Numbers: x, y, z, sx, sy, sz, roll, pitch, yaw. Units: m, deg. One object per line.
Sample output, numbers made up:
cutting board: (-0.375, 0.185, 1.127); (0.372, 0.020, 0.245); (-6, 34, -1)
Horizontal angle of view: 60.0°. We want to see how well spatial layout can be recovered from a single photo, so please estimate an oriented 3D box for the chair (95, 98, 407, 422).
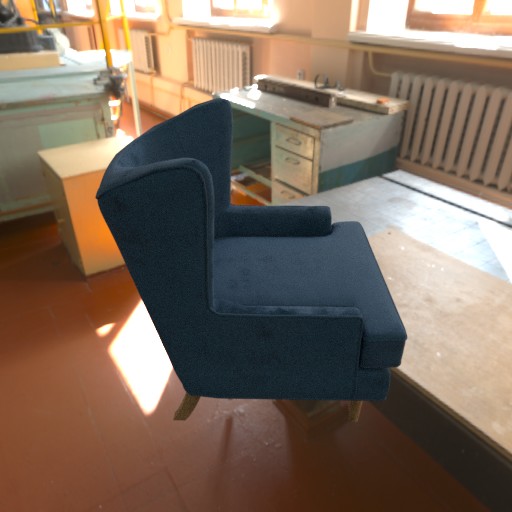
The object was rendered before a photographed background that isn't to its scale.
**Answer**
chair: (0.000, 0.000, 1.597); (0.910, 0.952, 0.793); (1, 30, 1)
